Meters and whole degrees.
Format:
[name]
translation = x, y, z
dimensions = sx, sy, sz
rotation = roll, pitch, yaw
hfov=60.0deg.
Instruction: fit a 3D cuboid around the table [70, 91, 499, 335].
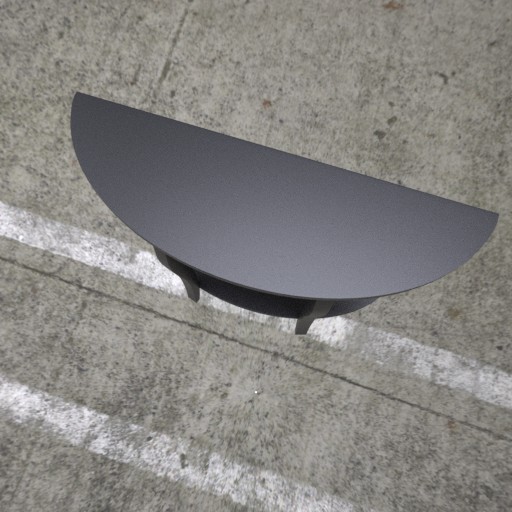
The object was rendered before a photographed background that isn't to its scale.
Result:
[table]
translation = 0.000, 0.000, 1.540
dimensions = 1.219, 0.780, 0.394
rotation = 17, 74, 5
